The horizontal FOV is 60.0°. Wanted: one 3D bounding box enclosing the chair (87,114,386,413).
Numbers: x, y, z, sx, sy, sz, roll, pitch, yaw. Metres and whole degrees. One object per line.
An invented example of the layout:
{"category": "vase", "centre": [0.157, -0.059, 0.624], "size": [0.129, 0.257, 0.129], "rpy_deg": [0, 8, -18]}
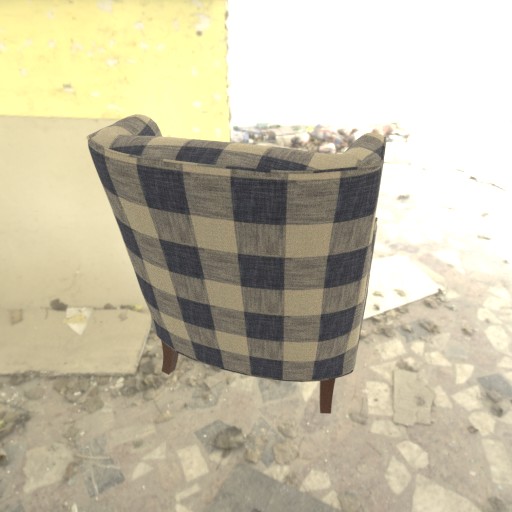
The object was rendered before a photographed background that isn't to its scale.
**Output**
{"category": "chair", "centre": [0.000, 0.000, 1.656], "size": [0.830, 1.041, 0.889], "rpy_deg": [9, 31, 16]}
